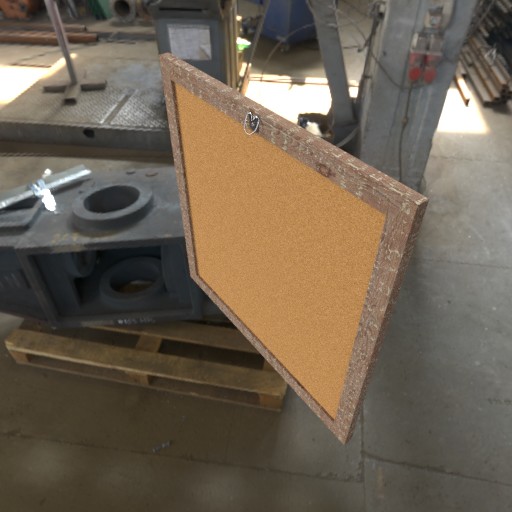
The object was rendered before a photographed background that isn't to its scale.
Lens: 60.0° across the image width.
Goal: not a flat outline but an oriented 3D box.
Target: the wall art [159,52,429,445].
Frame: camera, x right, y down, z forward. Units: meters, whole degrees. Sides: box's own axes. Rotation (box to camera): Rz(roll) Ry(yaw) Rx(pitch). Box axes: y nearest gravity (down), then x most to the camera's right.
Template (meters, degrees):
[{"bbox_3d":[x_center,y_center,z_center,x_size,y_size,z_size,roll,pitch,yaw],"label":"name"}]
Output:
[{"bbox_3d":[0.000,0.000,0.552,0.022,0.380,0.380,-27,49,-26],"label":"wall art"}]
